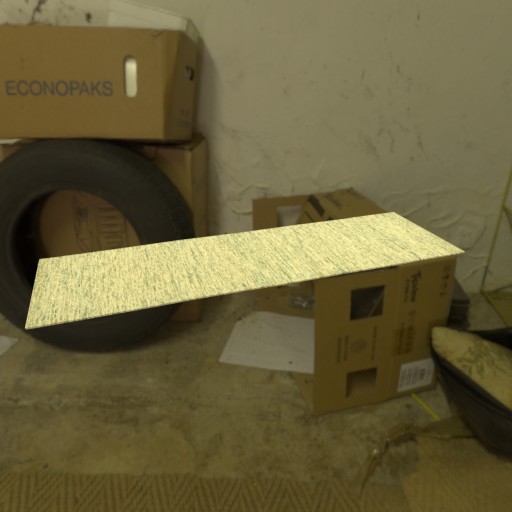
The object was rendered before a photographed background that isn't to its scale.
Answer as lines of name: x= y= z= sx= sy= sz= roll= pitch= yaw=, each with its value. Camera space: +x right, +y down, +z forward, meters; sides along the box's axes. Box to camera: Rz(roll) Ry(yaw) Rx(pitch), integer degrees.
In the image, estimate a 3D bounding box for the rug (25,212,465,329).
rug: x=0.000 y=0.000 z=2.490 sx=2.290 sy=0.014 sz=0.700 roll=-9 pitch=27 yaw=-17
